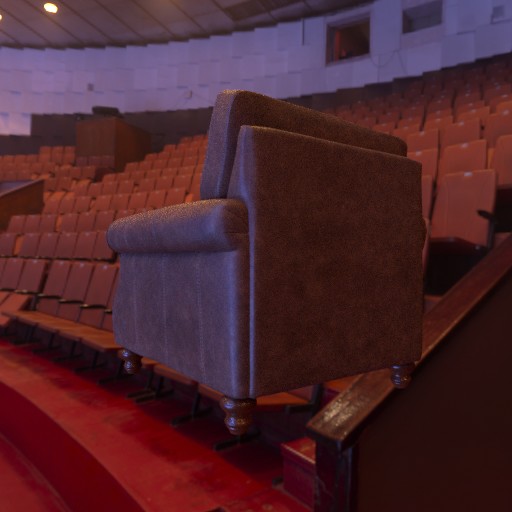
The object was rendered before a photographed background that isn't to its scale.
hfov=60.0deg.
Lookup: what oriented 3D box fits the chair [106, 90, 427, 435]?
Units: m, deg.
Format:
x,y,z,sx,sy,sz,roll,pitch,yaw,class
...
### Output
x,y,z,sx,sy,sz,roll,pitch,yaw,class
0.000,0.000,1.764,0.996,0.976,1.002,0,0,-36,chair
